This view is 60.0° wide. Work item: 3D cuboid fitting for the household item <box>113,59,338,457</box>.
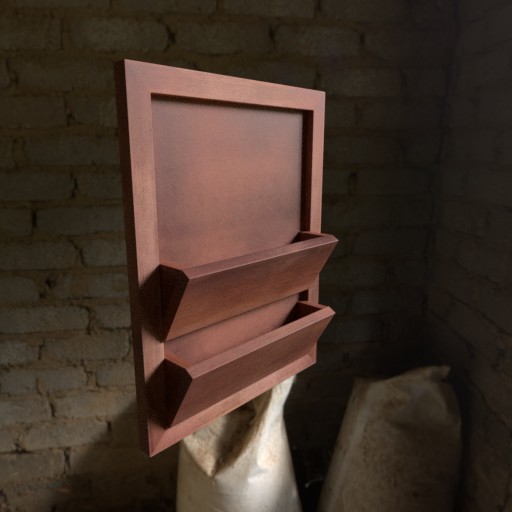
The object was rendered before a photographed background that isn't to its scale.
[{"bbox_3d":[0.000,0.000,0.539,0.067,0.407,0.310,12,18,42],"label":"household item"}]
